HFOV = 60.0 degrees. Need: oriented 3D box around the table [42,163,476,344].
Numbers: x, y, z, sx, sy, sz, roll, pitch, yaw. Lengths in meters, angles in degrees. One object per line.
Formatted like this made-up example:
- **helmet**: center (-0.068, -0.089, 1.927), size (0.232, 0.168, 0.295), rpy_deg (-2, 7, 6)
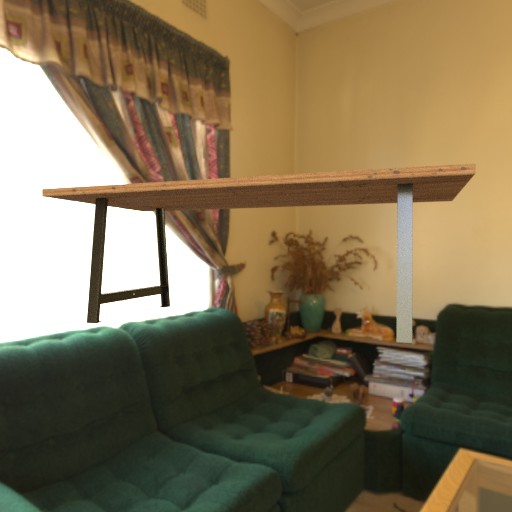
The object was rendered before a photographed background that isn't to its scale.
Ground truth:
- **table**: center (0.000, 0.000, 2.603), size (2.200, 0.757, 1.000), rpy_deg (0, 1, 19)
